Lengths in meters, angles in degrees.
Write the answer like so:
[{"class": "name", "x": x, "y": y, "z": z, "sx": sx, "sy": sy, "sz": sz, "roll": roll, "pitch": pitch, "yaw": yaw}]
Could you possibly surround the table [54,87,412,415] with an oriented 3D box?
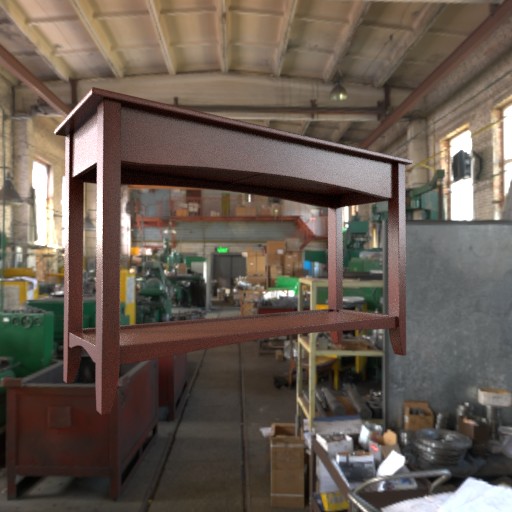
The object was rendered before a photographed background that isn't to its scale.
[{"class": "table", "x": 0.000, "y": 0.000, "z": 1.491, "sx": 1.188, "sy": 0.739, "sz": 0.392, "roll": 1, "pitch": -1, "yaw": -36}]
